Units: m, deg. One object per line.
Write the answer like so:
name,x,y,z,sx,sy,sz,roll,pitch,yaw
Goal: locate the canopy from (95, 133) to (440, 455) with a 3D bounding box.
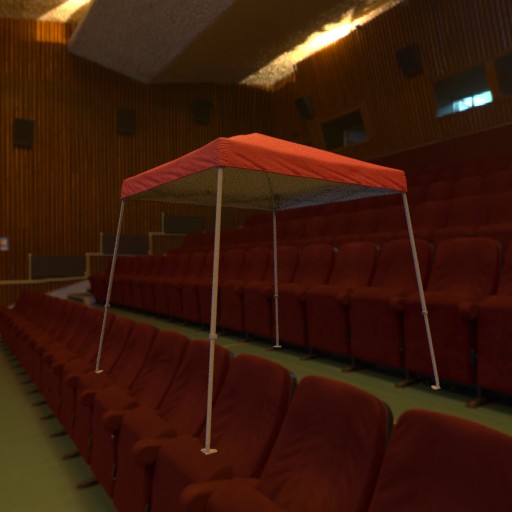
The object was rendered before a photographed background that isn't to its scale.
canopy,0.000,0.000,6.480,3.599,3.600,3.600,0,-1,-35
